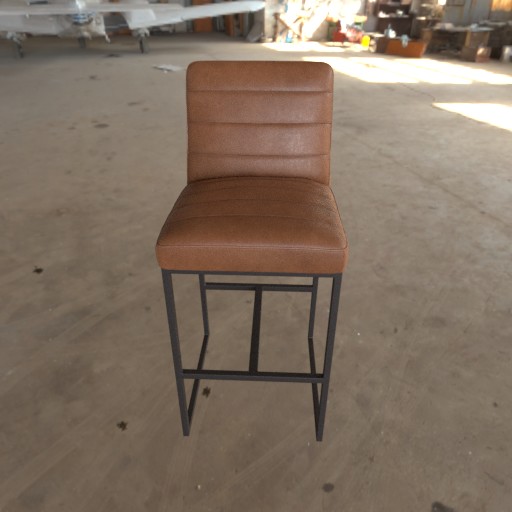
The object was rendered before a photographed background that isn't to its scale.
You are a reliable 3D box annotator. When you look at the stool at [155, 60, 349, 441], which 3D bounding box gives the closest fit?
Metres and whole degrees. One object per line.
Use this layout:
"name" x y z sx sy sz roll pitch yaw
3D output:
"stool" 0.000 0.000 1.346 0.458 1.040 0.556 1 31 2
